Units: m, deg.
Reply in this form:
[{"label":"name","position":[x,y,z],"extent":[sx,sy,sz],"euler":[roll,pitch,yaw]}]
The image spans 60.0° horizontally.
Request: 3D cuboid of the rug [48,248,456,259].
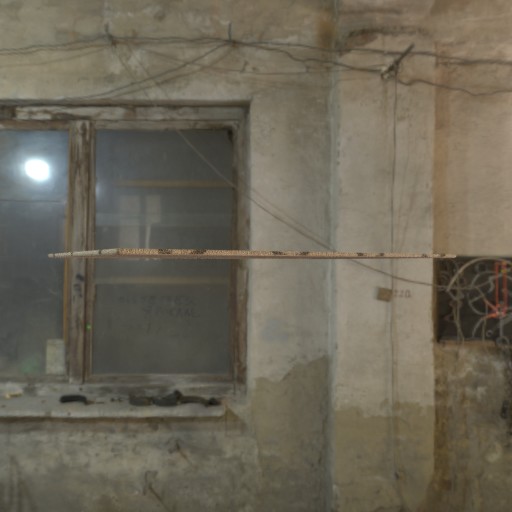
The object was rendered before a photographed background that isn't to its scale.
[{"label":"rug","position":[0.000,0.000,3.009],"extent":[2.348,0.024,1.501],"euler":[1,-1,-35]}]
